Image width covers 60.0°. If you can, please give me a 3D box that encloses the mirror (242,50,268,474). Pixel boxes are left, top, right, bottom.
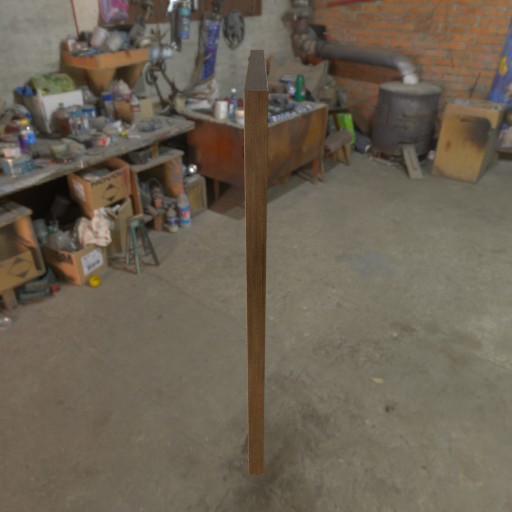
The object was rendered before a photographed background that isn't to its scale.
[{"bbox_3d":[0.000,0.000,1.145,0.041,0.915,0.609,0,30,0],"label":"mirror"}]
